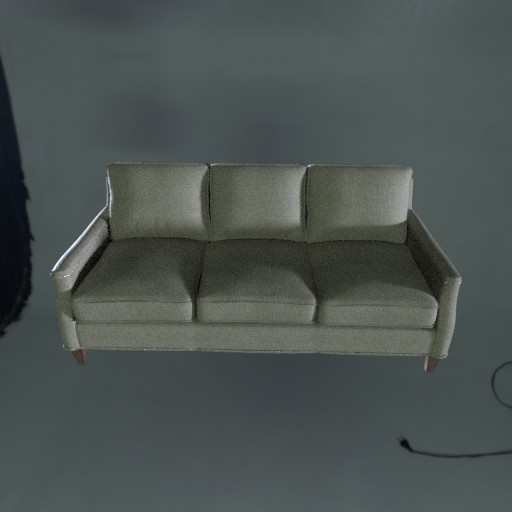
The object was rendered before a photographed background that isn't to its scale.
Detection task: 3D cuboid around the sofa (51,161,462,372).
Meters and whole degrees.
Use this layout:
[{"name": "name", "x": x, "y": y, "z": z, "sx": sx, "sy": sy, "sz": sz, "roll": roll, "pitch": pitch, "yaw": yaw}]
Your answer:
[{"name": "sofa", "x": 0.000, "y": 0.000, "z": 2.854, "sx": 2.246, "sy": 1.003, "sz": 1.084, "roll": 1, "pitch": 30, "yaw": 2}]
